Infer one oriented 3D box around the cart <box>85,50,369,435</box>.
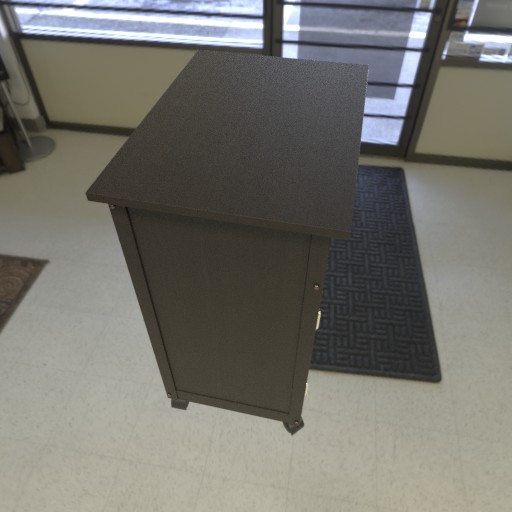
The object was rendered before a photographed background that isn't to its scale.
[{"bbox_3d":[0.000,0.000,1.269,0.456,0.879,0.660,9,47,9],"label":"cart"}]
